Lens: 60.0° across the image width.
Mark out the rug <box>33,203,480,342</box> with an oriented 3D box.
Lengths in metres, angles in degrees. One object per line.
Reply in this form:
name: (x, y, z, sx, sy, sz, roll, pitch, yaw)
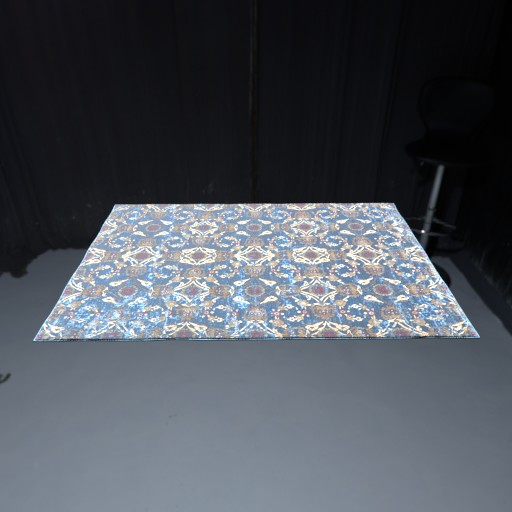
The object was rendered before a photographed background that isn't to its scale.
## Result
rug: (0.000, 0.000, 2.850, 2.207, 0.014, 1.567, 0, 32, -1)
